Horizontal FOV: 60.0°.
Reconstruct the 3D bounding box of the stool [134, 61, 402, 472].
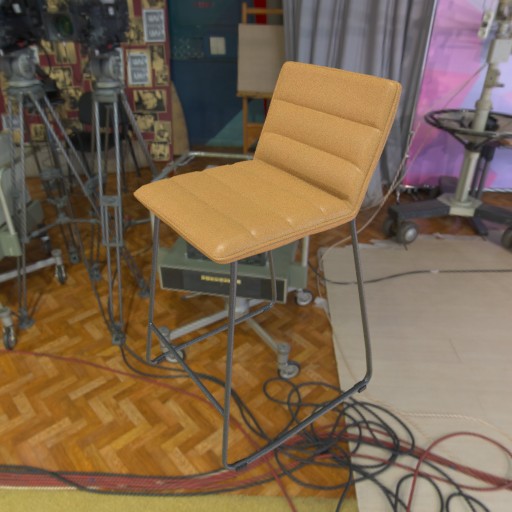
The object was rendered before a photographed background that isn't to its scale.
[{"bbox_3d":[0.000,0.000,1.154,0.524,0.866,0.489,-21,38,-30],"label":"stool"}]
